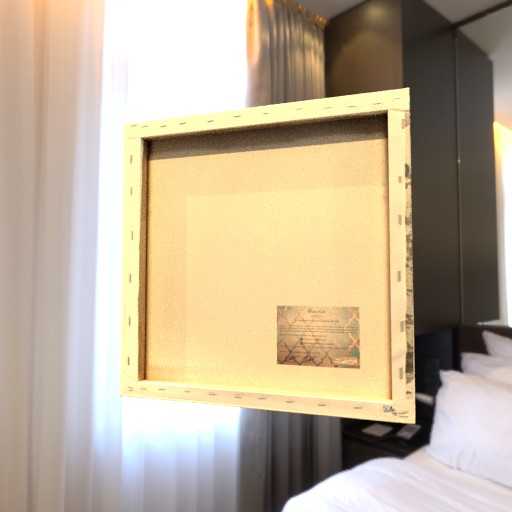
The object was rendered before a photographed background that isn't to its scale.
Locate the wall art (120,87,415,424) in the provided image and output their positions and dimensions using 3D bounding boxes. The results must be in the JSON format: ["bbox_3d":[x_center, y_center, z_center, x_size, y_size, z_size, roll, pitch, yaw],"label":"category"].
[{"bbox_3d":[0.000,0.000,0.619,0.411,0.410,0.038,-1,-3,18],"label":"wall art"}]
